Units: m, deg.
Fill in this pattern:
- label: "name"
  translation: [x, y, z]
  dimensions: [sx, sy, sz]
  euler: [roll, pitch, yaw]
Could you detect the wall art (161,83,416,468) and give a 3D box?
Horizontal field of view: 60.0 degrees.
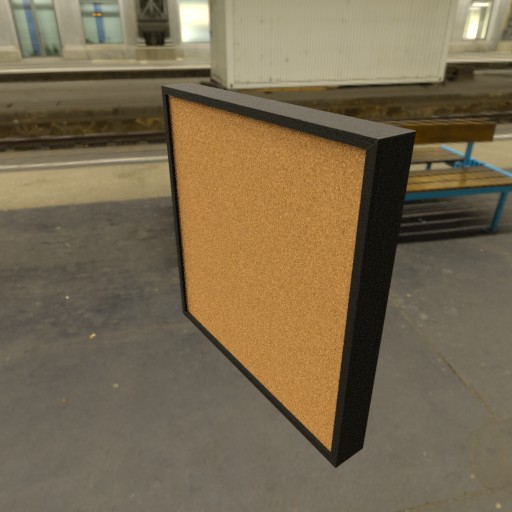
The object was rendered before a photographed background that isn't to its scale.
- label: "wall art"
  translation: [0.000, 0.000, 0.460]
  dimensions: [0.037, 0.305, 0.305]
  euler: [-19, 33, -31]
